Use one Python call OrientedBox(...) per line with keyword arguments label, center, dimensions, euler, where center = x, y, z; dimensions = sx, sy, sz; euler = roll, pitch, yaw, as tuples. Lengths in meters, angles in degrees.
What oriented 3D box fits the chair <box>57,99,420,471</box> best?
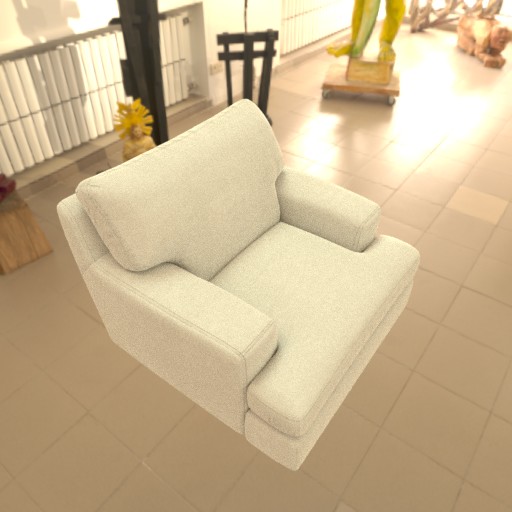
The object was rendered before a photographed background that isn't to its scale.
OrientedBox(label="chair", center=(0.000, 0.000, 1.958), dimensions=(1.158, 0.930, 1.140), euler=(26, 48, 27))
